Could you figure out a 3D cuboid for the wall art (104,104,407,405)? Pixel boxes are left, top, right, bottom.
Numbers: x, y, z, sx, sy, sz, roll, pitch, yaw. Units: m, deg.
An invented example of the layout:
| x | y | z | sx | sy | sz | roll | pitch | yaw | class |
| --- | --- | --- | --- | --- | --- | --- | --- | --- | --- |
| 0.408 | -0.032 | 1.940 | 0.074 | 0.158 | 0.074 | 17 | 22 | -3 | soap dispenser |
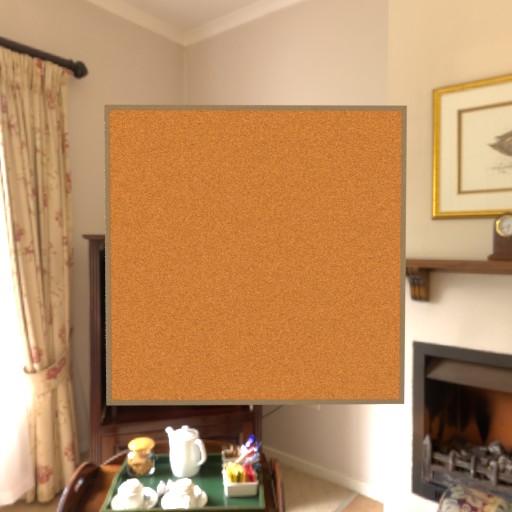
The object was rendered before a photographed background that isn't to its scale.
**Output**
| x | y | z | sx | sy | sz | roll | pitch | yaw | class |
| --- | --- | --- | --- | --- | --- | --- | --- | --- | --- |
| 0.000 | 0.000 | 1.212 | 0.809 | 0.807 | 0.038 | 0 | 1 | -1 | wall art |
